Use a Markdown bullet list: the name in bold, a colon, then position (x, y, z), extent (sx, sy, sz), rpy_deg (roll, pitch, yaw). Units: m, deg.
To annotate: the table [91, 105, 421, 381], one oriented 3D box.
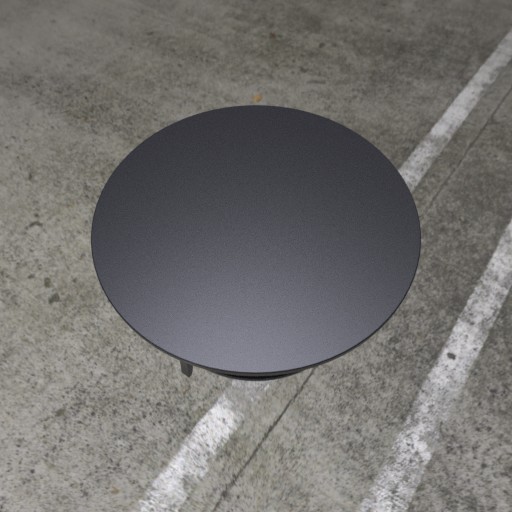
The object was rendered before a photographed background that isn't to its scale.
- **table**: position (0.000, 0.000, 1.442), extent (0.914, 0.457, 0.914), rpy_deg (0, 58, 0)
